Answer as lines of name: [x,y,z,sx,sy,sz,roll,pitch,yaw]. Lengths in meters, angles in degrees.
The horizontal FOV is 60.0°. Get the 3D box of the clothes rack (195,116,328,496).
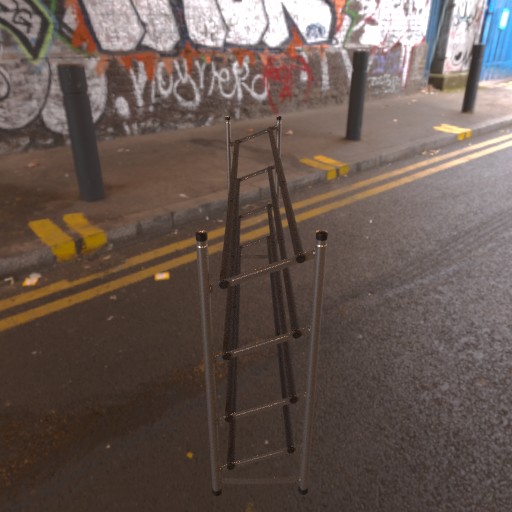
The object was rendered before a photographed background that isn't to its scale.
clothes rack: [0.000,0.000,1.411,0.229,0.672,1.168,0,27,-1]
